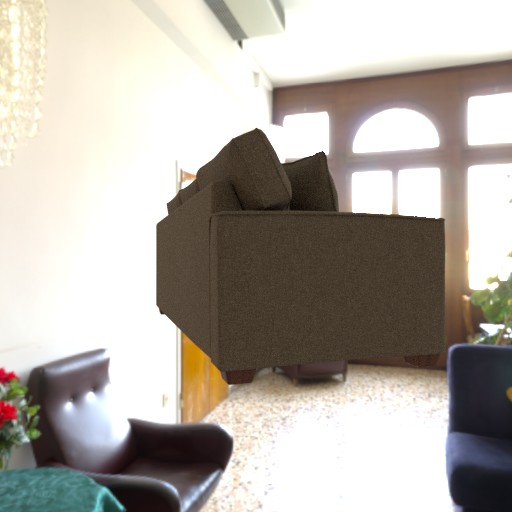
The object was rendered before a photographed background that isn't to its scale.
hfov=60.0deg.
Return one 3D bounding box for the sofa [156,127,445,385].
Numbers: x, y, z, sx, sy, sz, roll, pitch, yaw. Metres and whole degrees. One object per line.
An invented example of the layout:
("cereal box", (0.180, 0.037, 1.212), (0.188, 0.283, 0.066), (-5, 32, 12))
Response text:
("sofa", (0.000, 0.000, 2.833), (1.061, 0.962, 2.317), (0, 0, -18))
